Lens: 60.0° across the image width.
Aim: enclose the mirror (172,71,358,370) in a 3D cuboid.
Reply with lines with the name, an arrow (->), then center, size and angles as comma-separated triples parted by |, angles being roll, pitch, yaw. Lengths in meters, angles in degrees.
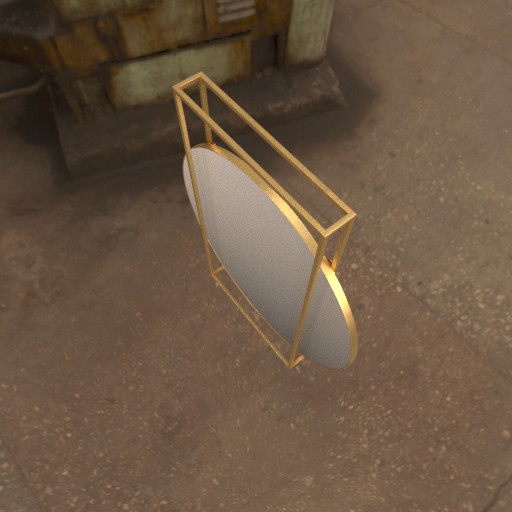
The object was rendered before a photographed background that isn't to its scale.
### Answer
mirror -> 0.000, 0.000, 0.835 | 0.051, 0.603, 0.508 | -35, 67, -17
